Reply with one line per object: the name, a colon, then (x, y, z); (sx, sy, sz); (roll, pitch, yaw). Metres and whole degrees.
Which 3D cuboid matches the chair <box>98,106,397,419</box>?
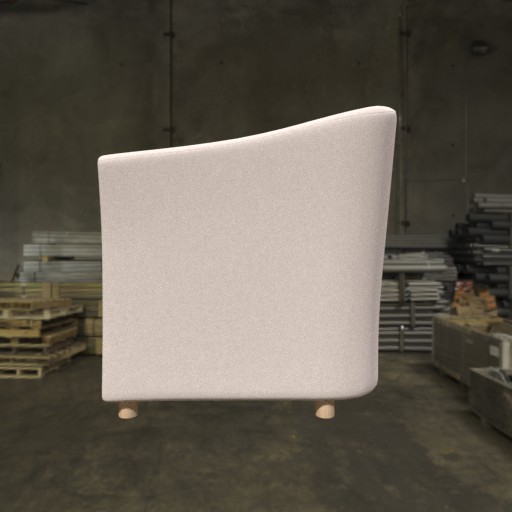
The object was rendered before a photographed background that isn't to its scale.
chair: (0.000, 0.000, 1.338); (0.700, 0.720, 0.790); (0, 0, 0)
